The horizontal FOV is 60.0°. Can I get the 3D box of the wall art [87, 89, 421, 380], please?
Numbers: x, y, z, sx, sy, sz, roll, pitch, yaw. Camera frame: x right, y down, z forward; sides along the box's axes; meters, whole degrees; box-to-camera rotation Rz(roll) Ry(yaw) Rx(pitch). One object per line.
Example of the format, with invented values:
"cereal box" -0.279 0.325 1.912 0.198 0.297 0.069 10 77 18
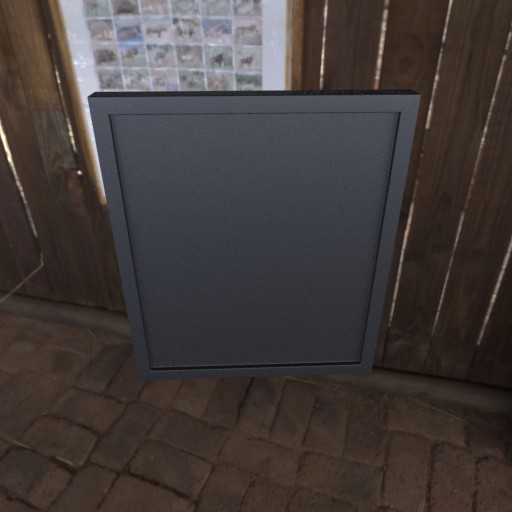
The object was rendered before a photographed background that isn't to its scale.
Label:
"wall art" 0.000 0.000 0.542 0.328 0.381 0.028 -1 30 -2
